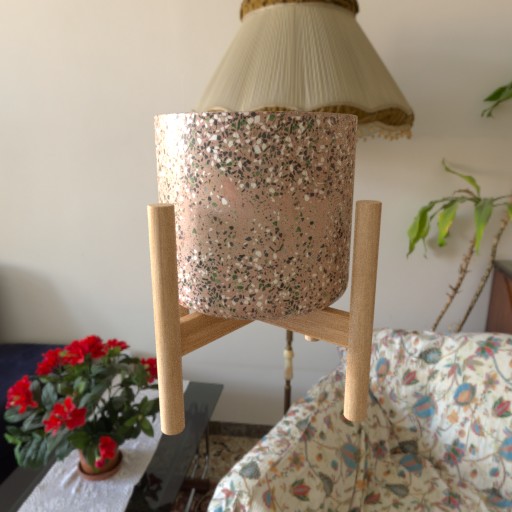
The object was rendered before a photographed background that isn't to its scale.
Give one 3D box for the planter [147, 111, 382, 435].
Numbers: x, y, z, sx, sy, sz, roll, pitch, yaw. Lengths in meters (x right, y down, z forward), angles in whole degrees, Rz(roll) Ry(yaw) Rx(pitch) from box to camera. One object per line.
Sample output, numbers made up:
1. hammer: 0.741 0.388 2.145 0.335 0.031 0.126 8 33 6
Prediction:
1. planter: 0.000 0.000 0.536 0.284 0.320 0.284 -8 17 -28
